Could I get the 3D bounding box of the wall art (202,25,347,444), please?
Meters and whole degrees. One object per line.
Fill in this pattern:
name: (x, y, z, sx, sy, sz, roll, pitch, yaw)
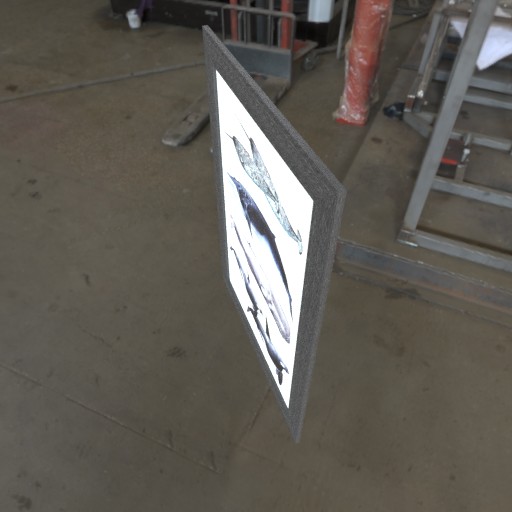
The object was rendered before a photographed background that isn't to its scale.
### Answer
wall art: (0.000, 0.000, 1.412, 0.016, 1.116, 0.810, -16, 49, -14)
